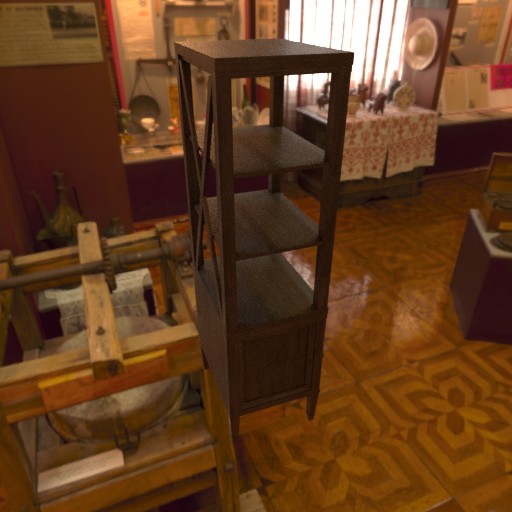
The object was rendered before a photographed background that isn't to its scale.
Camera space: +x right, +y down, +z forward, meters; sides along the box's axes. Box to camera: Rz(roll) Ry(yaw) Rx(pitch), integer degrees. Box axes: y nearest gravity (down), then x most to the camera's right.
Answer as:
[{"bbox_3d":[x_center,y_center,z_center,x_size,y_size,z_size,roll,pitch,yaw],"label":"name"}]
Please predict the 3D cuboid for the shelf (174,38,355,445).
[{"bbox_3d":[0.000,0.000,2.013,0.472,1.727,0.584,-11,32,-18],"label":"shelf"}]
